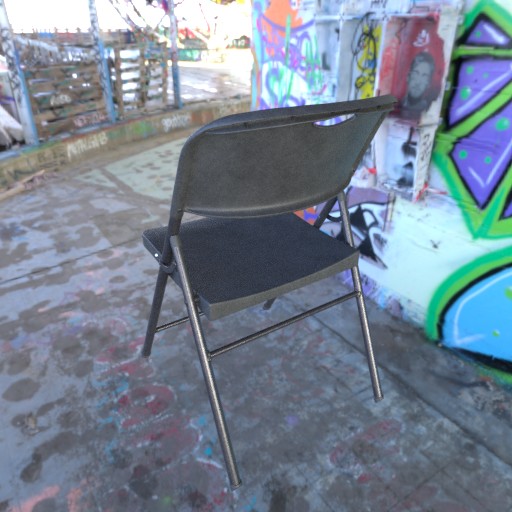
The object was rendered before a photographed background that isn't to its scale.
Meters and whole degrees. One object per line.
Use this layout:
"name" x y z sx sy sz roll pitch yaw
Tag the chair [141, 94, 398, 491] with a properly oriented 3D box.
"chair" 0.000 0.000 1.112 0.494 0.810 0.567 -18 33 -30
